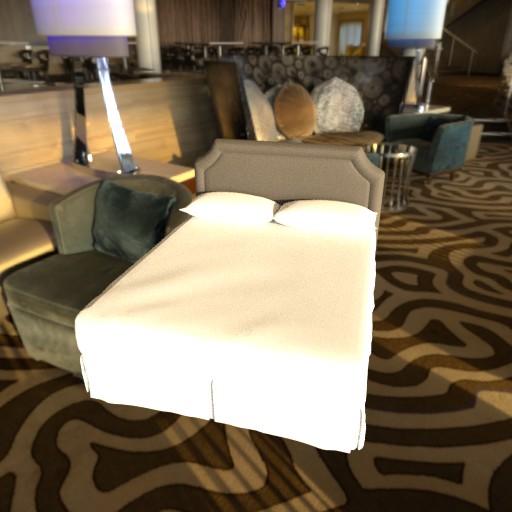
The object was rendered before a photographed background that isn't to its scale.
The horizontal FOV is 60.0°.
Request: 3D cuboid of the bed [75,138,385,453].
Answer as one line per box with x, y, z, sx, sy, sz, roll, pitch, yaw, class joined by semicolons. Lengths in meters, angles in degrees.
0.000;0.000;3.982;2.194;1.561;2.536;7;26;14;bed
